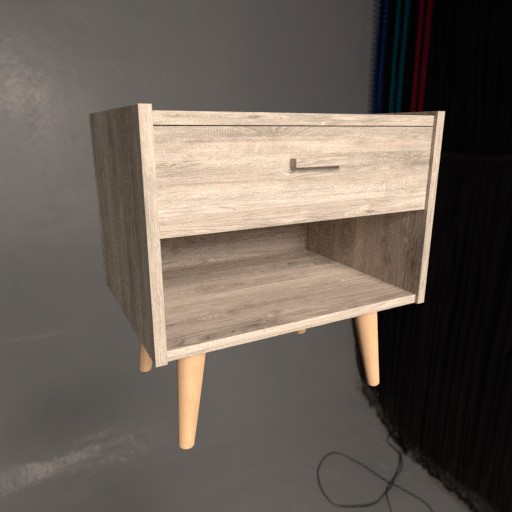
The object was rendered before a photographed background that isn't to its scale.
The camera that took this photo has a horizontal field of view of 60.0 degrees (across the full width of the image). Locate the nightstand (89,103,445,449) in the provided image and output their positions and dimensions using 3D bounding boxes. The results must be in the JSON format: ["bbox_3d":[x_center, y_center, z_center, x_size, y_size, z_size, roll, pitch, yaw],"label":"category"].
[{"bbox_3d":[0.000,0.000,0.811,0.480,0.500,0.380,-8,18,-27],"label":"nightstand"}]
